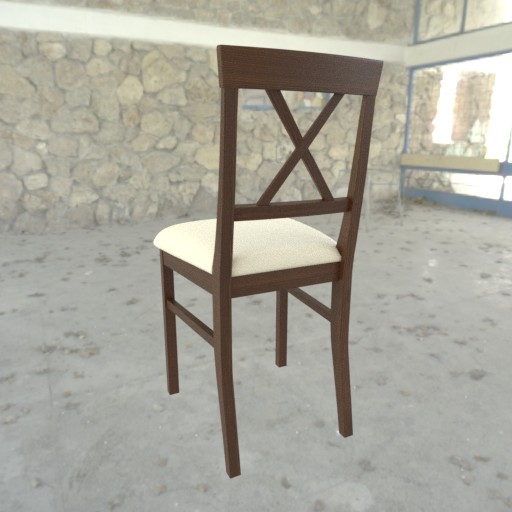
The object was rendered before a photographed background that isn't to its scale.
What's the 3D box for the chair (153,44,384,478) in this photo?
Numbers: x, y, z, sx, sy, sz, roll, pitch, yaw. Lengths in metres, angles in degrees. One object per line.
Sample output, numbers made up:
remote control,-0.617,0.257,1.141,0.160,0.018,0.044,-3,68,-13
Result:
chair,0.000,0.000,1.160,0.440,0.913,0.480,-7,16,-25
